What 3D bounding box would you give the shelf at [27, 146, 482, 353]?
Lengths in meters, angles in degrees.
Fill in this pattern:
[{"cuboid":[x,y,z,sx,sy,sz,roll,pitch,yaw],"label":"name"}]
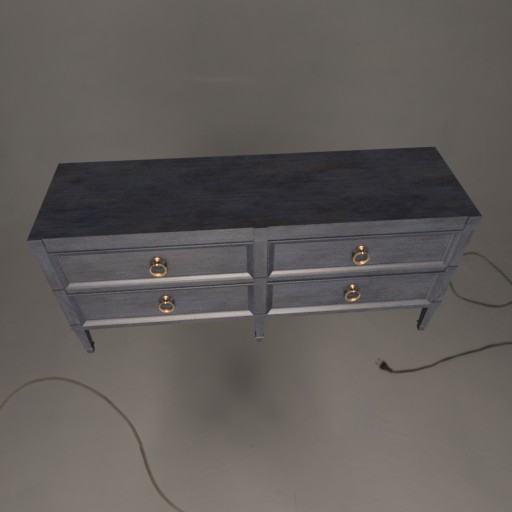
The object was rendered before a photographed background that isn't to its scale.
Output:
[{"cuboid":[0.000,0.000,1.938,1.575,0.719,0.479,-3,45,-3],"label":"shelf"}]
